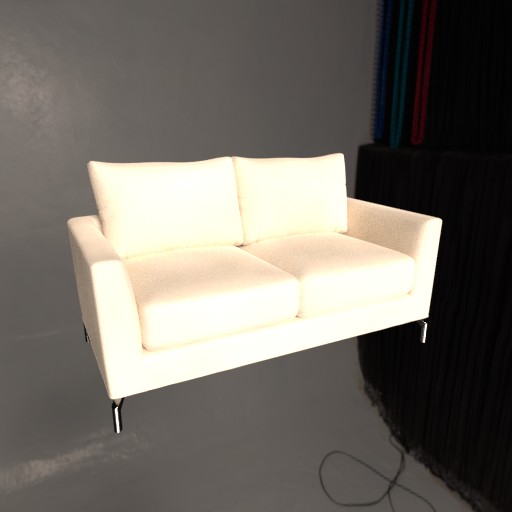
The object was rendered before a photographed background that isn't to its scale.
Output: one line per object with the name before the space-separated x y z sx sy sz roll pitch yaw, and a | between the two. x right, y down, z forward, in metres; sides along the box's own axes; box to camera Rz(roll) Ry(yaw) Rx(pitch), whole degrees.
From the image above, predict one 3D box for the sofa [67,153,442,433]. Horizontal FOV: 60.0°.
sofa | 0.000 0.000 2.339 1.739 0.995 0.906 -8 18 -26
